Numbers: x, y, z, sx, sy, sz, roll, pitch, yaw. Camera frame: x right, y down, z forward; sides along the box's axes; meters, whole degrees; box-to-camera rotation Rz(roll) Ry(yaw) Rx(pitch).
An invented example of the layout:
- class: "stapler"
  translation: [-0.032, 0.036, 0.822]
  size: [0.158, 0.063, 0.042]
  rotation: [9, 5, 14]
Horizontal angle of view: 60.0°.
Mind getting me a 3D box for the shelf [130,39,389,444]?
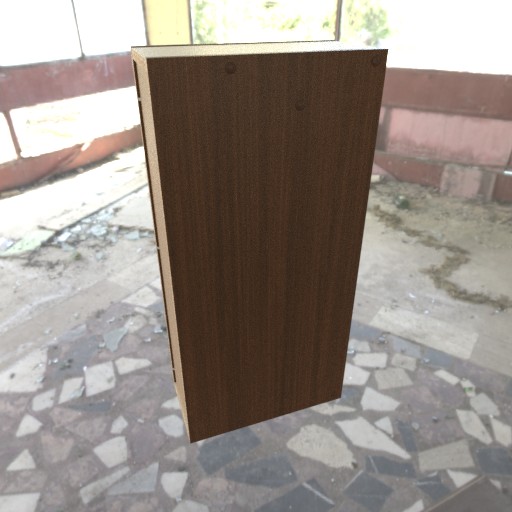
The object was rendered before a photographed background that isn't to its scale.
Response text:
- class: "shelf"
  translation: [0.000, 0.000, 0.702]
  size: [0.290, 0.600, 0.147]
  rotation: [-10, 32, -17]
